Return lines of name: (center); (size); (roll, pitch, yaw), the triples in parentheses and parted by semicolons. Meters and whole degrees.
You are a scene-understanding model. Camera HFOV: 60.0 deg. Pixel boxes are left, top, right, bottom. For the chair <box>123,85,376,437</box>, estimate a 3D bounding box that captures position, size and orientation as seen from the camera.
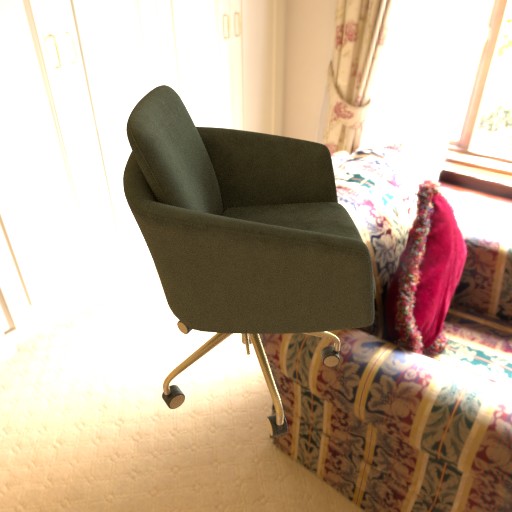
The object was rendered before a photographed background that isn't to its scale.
chair: (0.000, 0.000, 1.330); (0.635, 0.908, 0.641); (0, 33, 0)
